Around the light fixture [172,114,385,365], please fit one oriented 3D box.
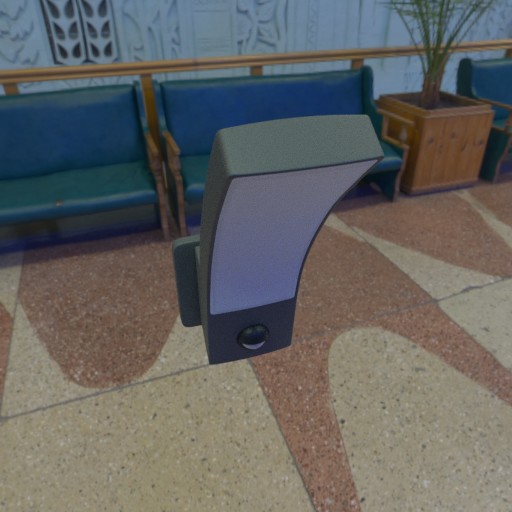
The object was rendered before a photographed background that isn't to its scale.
[{"bbox_3d":[0.000,0.000,0.336,0.108,0.243,0.174,-10,34,-15],"label":"light fixture"}]
